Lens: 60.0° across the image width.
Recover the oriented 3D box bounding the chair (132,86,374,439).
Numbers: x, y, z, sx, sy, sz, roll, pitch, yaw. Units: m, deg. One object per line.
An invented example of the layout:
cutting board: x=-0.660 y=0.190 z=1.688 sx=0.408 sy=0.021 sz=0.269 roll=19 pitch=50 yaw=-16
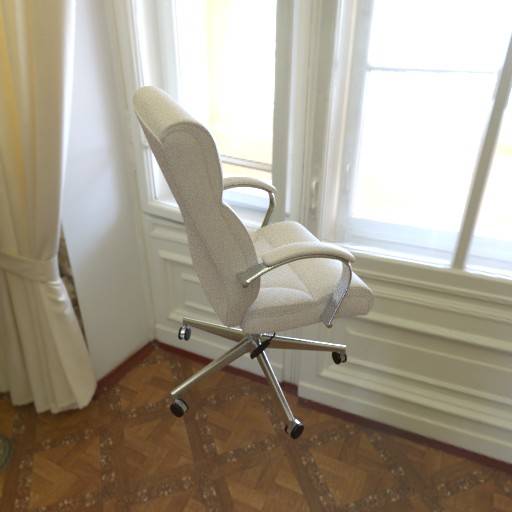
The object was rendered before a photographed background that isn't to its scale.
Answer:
chair: x=0.000 y=0.000 z=1.566 sx=0.745 sy=1.099 sz=0.727 roll=-10 pitch=31 yaw=-18
